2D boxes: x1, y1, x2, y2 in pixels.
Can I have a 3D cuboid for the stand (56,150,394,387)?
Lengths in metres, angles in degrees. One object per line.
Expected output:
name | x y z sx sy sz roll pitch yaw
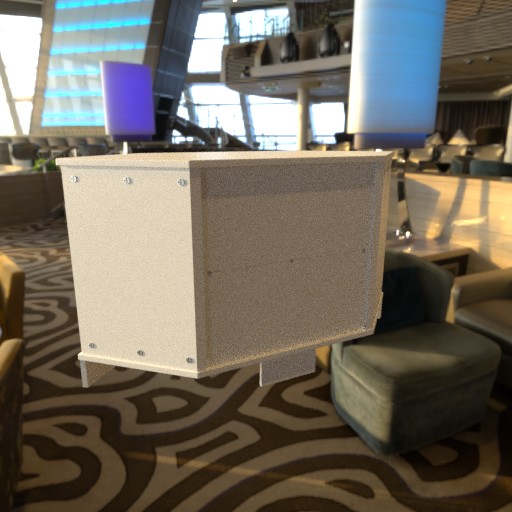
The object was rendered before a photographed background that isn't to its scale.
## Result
stand | 0.000 0.000 1.370 1.072 0.614 0.477 -8 17 -26
